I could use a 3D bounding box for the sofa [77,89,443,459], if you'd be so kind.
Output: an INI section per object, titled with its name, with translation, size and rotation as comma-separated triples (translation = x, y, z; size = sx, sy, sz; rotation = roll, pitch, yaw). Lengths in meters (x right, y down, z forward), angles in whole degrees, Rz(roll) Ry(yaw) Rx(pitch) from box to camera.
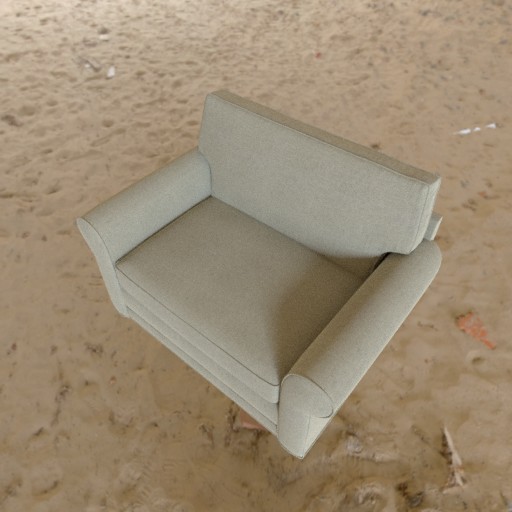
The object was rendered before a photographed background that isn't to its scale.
[sofa]
translation = 0.000, 0.000, 2.040
size = 1.405, 0.991, 0.936
rotation = 31, 54, 26
